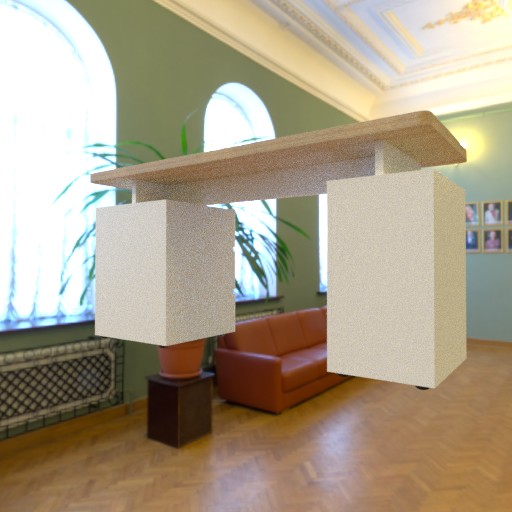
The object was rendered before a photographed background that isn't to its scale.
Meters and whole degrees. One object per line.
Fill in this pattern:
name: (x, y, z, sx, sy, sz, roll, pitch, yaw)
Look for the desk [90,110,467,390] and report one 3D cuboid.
desk: (0.000, 0.000, 1.813, 1.500, 0.755, 0.550, -1, -1, 35)
